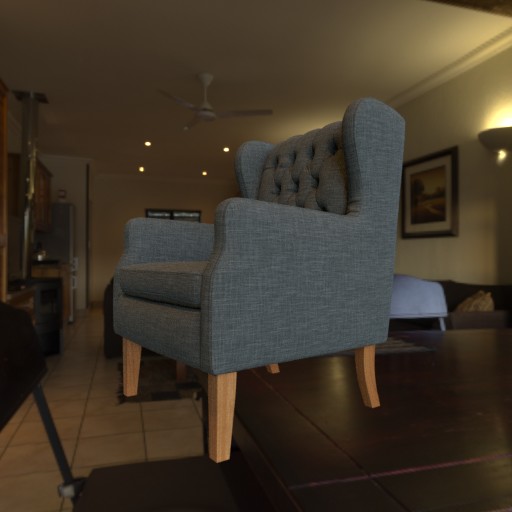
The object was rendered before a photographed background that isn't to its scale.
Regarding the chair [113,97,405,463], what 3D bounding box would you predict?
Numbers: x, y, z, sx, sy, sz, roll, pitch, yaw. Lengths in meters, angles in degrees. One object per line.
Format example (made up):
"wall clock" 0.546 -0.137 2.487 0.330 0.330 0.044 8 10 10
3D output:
"chair" 0.000 0.000 1.468 0.775 0.953 0.711 0 0 -35
